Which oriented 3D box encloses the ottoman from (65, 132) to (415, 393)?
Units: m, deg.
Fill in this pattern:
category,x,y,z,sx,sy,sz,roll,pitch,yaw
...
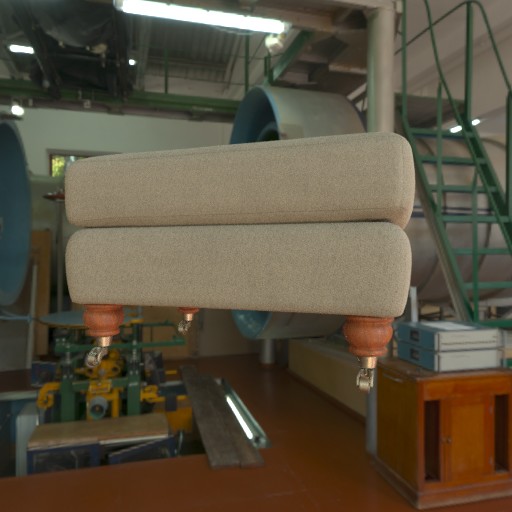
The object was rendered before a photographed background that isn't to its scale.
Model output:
category,x,y,z,sx,sy,sz,roll,pitch,yaw
ottoman,0.000,0.000,1.148,0.773,0.504,0.569,0,0,19
